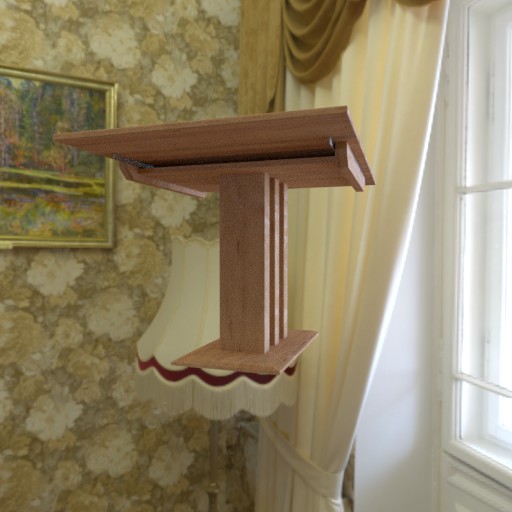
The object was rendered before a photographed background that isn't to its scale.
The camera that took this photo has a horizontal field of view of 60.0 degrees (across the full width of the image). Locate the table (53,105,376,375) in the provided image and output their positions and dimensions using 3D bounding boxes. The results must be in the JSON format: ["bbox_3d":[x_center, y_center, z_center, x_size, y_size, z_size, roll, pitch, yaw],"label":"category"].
[{"bbox_3d":[0.000,0.000,1.857,0.900,0.770,1.300,0,1,18],"label":"table"}]
